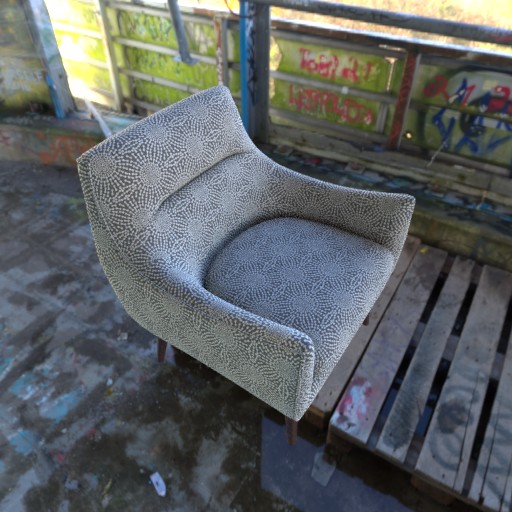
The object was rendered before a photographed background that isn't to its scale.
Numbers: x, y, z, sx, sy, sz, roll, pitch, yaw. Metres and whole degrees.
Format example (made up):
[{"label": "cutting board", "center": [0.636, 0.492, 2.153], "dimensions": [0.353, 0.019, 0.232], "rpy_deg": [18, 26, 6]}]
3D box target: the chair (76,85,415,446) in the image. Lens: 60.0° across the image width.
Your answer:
[{"label": "chair", "center": [0.000, 0.000, 1.470], "dimensions": [0.787, 0.838, 0.762], "rpy_deg": [24, 47, 25]}]
